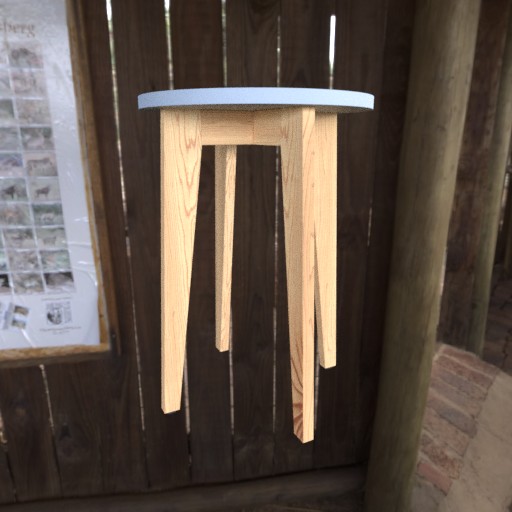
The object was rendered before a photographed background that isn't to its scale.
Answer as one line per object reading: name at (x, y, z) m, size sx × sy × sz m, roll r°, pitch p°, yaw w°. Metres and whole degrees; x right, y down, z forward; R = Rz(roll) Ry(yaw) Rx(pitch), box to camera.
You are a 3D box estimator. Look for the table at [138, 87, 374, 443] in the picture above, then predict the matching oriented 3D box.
table at (0.000, 0.000, 0.745) m, size 0.350 × 0.500 × 0.350 m, roll 0°, pitch 16°, yaw 0°
